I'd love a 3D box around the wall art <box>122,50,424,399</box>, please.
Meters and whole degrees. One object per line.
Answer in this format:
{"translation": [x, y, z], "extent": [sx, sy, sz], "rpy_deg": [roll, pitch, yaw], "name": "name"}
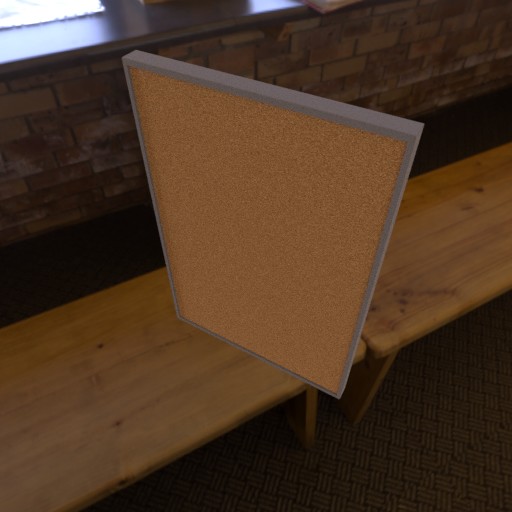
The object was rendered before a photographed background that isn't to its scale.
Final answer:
{"translation": [0.000, 0.000, 0.955], "extent": [0.511, 0.753, 0.039], "rpy_deg": [22, 50, 20], "name": "wall art"}
